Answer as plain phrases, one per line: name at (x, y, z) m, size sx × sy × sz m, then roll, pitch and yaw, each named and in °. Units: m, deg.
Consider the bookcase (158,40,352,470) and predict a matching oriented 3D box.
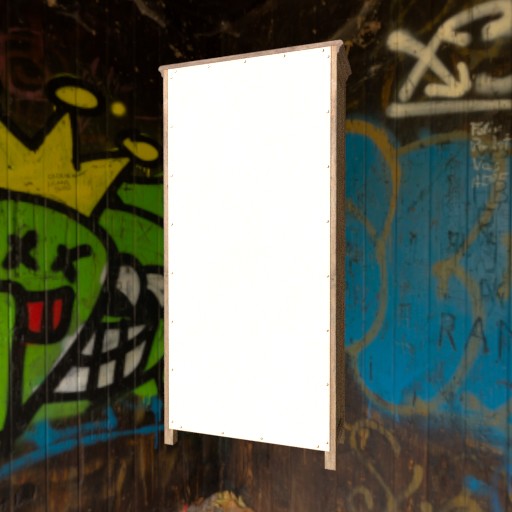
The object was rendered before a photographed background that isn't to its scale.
bookcase at (0.000, 0.000, 2.233) m, size 0.906 × 1.880 × 0.348 m, roll 0°, pitch 1°, yaw 18°
